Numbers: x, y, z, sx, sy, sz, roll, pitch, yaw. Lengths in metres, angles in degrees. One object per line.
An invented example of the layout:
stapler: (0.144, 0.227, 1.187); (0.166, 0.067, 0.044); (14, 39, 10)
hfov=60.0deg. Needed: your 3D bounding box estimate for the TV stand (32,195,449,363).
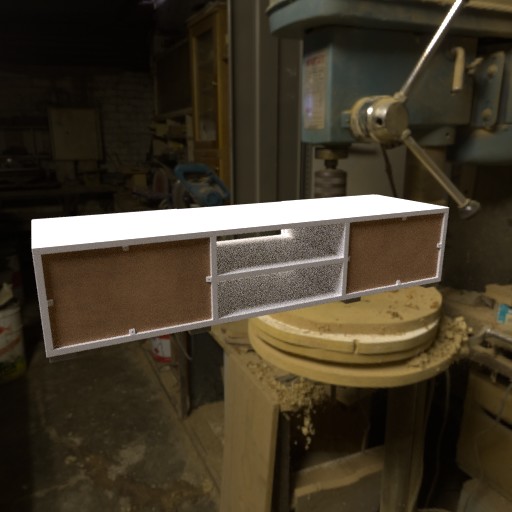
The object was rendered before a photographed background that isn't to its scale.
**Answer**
TV stand: (0.000, 0.000, 1.581); (1.400, 0.310, 0.420); (-7, 17, -25)
